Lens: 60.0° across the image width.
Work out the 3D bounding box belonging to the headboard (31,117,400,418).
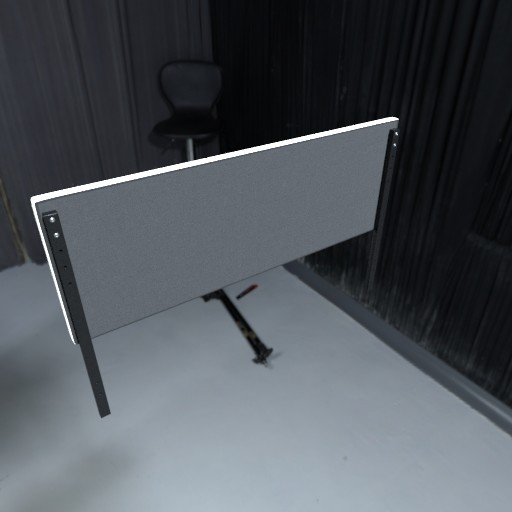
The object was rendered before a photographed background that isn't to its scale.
[{"bbox_3d":[0.000,0.000,2.854,2.362,1.410,0.120,-20,37,-29],"label":"headboard"}]
